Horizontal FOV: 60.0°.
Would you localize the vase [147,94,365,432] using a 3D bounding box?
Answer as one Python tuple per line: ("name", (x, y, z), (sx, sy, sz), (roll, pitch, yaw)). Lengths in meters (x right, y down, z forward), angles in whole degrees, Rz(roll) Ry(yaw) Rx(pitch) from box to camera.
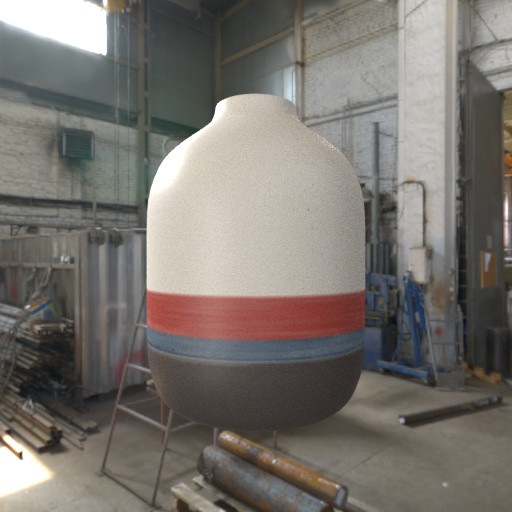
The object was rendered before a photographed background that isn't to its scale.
("vase", (0.000, 0.000, 0.354), (0.169, 0.237, 0.169), (0, 0, 0))
